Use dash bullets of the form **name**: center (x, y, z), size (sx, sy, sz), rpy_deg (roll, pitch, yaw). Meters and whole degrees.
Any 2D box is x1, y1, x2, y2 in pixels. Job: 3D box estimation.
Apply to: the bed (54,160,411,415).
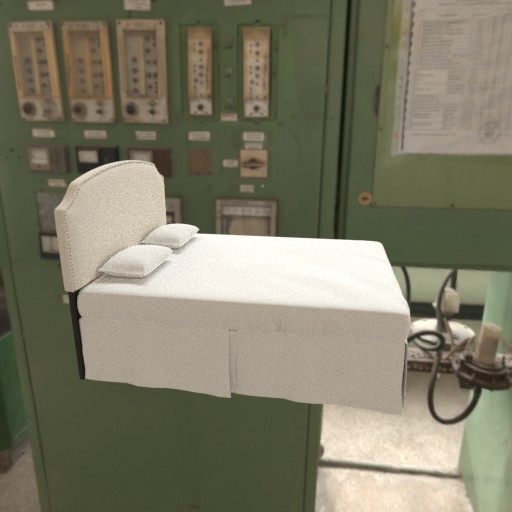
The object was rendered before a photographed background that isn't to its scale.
- **bed**: center (0.000, 0.000, 3.110), size (1.999, 1.270, 1.558), rpy_deg (3, 17, 9)
